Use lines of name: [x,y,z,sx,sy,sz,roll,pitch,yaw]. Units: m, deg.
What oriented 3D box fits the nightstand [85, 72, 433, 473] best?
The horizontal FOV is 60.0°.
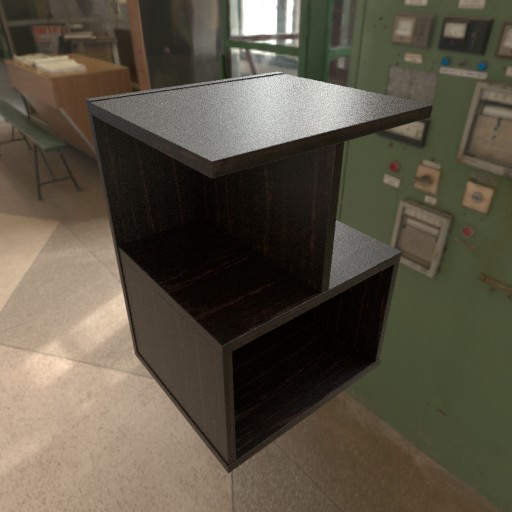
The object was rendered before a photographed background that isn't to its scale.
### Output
nightstand: [0.000,0.000,0.827,0.400,0.559,0.356,-23,38,-32]
